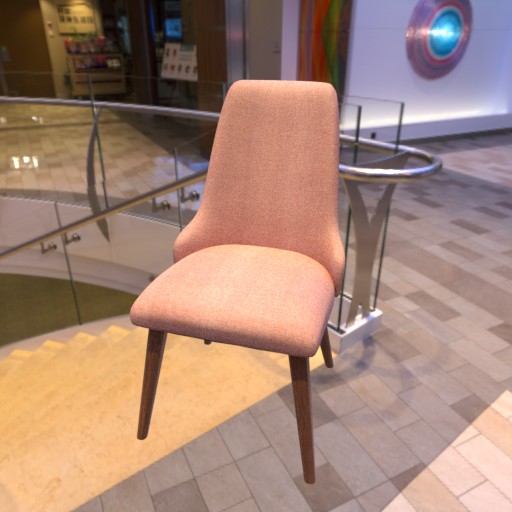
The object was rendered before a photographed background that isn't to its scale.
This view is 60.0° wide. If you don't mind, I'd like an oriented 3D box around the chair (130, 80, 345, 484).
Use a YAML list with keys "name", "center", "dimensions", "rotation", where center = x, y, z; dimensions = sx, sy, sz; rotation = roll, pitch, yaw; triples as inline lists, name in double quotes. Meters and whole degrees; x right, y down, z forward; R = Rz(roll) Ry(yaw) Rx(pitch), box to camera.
- name: "chair"
  center: [0.000, 0.000, 1.311]
  dimensions: [0.535, 0.918, 0.707]
  rotation: [8, 27, 16]
